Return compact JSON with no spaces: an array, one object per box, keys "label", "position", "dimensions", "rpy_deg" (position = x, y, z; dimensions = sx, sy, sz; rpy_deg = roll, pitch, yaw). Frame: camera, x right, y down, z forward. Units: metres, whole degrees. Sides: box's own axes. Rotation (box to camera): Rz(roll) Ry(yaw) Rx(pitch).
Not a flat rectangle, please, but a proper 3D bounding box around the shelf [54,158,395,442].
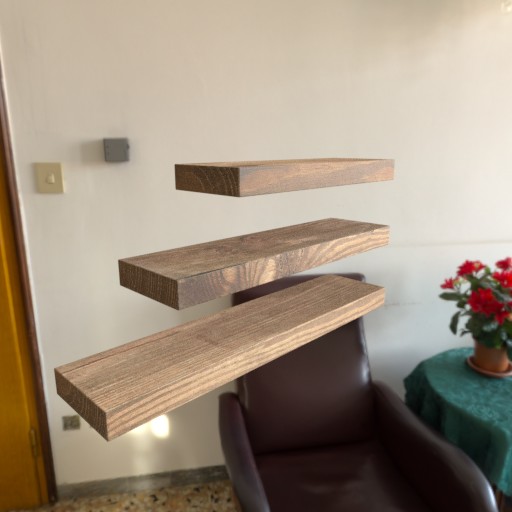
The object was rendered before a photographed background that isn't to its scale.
[{"label":"shelf","position":[0.000,0.000,0.714],"dimensions":[0.140,0.293,0.610],"rpy_deg":[14,20,43]}]
